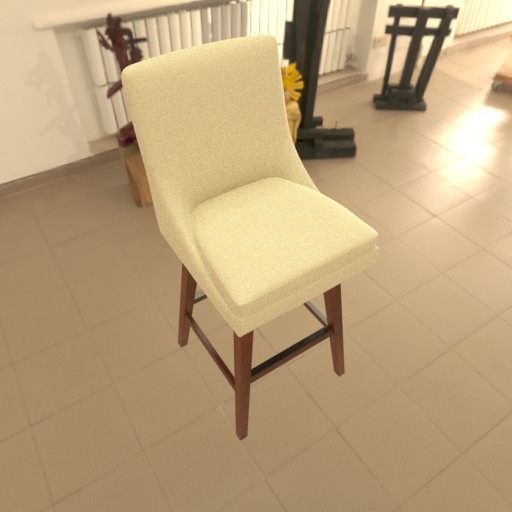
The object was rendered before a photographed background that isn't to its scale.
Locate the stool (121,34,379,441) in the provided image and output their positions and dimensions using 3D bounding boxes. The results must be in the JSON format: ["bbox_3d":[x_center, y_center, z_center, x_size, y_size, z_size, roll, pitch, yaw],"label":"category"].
[{"bbox_3d":[0.000,0.000,1.371,0.470,1.097,0.559,-25,50,-23],"label":"stool"}]
